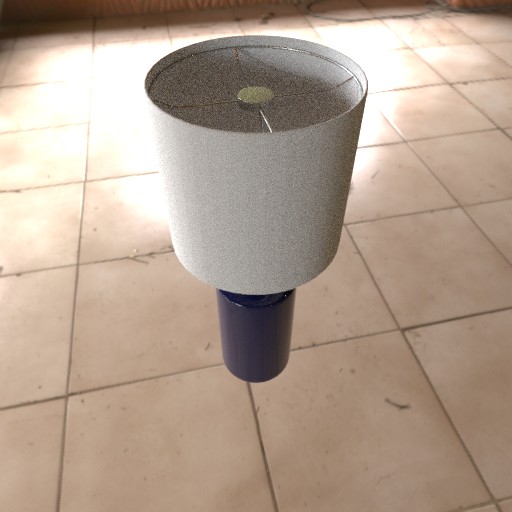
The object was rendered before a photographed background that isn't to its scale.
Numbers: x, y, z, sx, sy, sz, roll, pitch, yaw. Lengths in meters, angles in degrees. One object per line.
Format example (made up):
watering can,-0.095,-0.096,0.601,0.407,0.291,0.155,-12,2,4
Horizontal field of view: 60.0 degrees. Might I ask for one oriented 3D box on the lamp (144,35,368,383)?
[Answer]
lamp,0.000,0.000,0.599,0.212,0.493,0.212,-10,47,-9
